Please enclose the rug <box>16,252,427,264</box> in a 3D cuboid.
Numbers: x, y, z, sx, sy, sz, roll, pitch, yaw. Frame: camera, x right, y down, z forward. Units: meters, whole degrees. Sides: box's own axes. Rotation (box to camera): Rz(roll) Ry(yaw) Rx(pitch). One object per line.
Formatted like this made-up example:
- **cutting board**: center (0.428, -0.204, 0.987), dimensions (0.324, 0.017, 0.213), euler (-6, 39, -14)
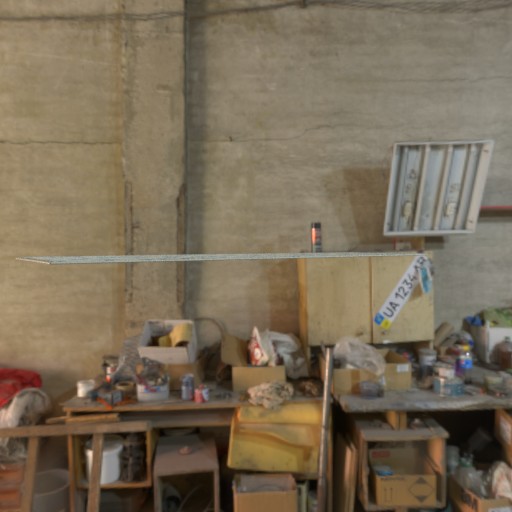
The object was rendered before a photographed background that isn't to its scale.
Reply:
- **rug**: center (0.000, 0.000, 2.381), dimensions (2.196, 0.011, 0.662), euler (-1, 2, -37)
